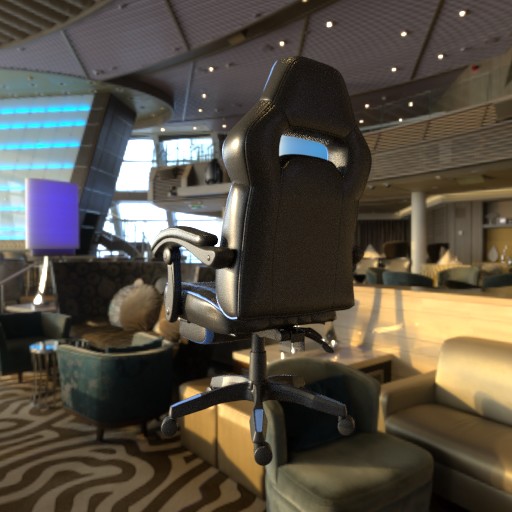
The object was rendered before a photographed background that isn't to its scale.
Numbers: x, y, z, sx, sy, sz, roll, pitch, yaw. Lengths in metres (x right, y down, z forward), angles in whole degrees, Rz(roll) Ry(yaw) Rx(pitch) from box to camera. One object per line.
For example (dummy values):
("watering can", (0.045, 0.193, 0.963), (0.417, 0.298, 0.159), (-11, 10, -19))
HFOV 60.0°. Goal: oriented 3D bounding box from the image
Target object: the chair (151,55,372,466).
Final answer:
("chair", (0.000, 0.000, 1.697), (0.700, 1.280, 0.700), (-1, 1, -37))
